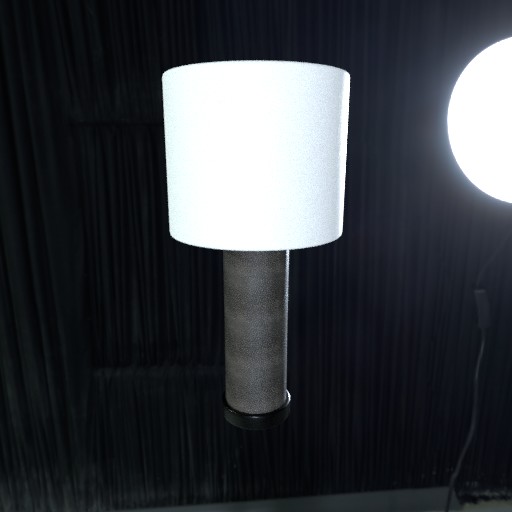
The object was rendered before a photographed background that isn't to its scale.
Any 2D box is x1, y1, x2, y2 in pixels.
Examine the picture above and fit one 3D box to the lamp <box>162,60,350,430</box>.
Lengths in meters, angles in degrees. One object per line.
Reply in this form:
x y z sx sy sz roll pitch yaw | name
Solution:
0.000 0.000 0.811 0.305 0.634 0.305 -2 15 -9 | lamp
